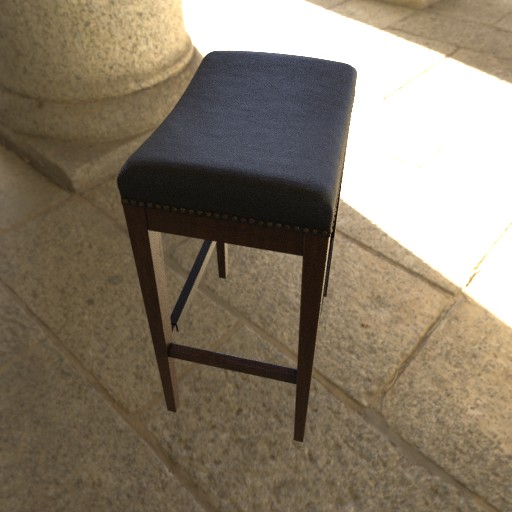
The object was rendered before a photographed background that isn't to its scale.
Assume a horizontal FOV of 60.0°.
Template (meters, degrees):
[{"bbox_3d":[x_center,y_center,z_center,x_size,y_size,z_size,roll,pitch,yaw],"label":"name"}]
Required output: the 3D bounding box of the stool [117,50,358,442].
[{"bbox_3d":[0.000,0.000,1.030,0.361,0.765,0.500,10,48,9],"label":"stool"}]
